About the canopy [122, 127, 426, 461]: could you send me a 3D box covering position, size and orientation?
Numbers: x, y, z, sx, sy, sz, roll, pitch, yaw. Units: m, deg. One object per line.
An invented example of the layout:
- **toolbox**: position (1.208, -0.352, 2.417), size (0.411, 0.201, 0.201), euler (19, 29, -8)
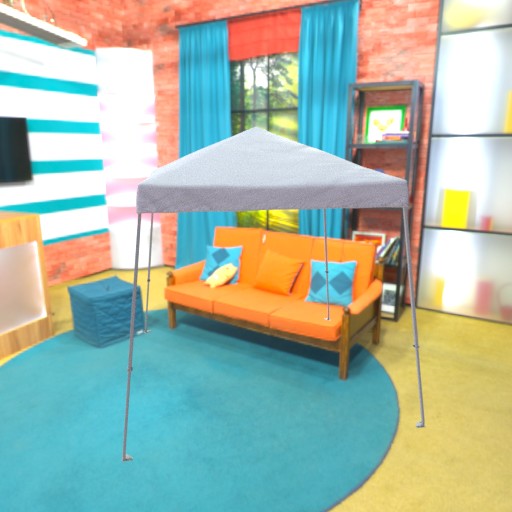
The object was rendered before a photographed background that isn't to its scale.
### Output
- **canopy**: position (0.000, 0.000, 5.089), size (2.850, 2.850, 2.849), euler (-2, 14, -10)
